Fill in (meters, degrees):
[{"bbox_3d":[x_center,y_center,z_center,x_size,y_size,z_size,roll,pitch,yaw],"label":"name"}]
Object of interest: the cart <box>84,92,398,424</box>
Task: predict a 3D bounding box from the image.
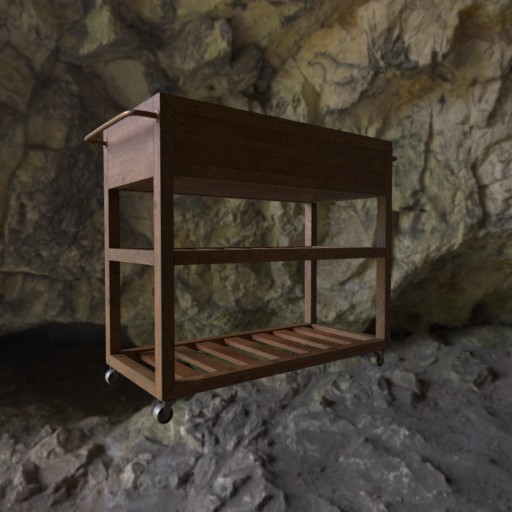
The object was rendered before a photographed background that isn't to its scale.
[{"bbox_3d":[0.000,0.000,1.541,1.065,0.830,0.445,-2,3,-36],"label":"cart"}]
